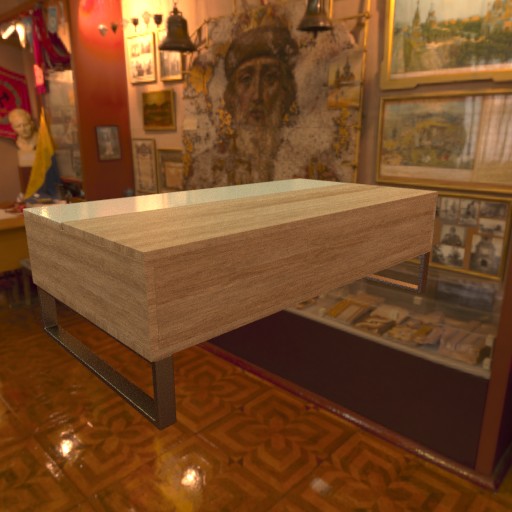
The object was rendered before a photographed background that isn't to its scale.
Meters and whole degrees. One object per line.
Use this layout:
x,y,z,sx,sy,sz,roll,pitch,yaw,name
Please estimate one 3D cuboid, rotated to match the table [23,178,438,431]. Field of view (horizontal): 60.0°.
0.000,0.000,1.356,1.100,0.350,0.600,-15,21,-42,table
